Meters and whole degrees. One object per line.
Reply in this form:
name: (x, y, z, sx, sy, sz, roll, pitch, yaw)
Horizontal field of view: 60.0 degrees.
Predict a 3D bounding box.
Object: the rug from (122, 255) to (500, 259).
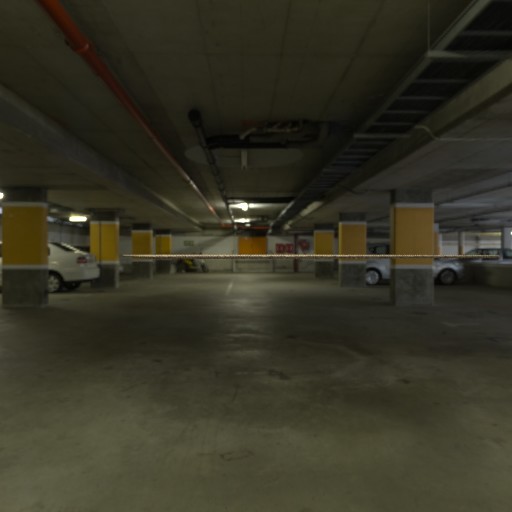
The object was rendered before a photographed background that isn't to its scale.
rug: (0.000, 0.000, 2.830, 1.547, 0.013, 2.283, 0, 0, -19)
